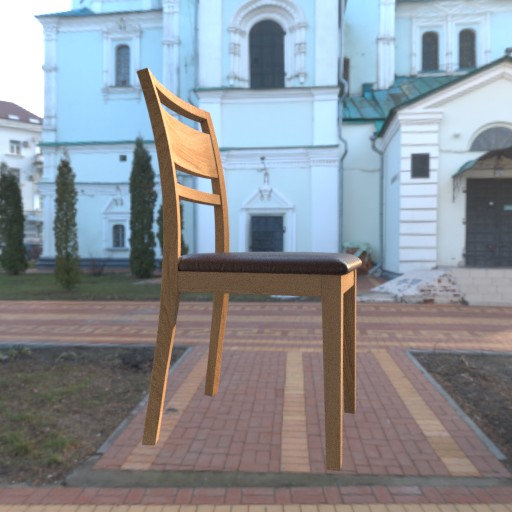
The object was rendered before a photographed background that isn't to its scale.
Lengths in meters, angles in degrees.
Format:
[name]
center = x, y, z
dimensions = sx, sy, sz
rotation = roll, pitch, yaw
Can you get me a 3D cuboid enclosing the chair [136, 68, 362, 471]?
[chair]
center = 0.000, 0.000, 1.226
dimensions = 0.545, 0.940, 0.420
rotation = 0, 1, 18
